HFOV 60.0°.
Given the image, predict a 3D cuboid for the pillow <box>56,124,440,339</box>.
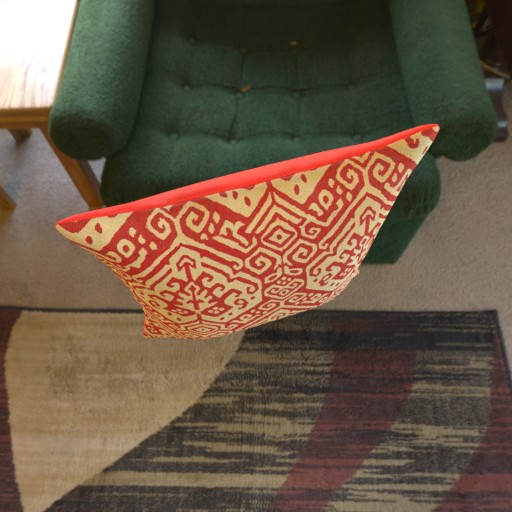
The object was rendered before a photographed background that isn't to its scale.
[{"bbox_3d":[0.000,0.000,0.797,0.522,0.507,0.192,-16,65,-7],"label":"pillow"}]
